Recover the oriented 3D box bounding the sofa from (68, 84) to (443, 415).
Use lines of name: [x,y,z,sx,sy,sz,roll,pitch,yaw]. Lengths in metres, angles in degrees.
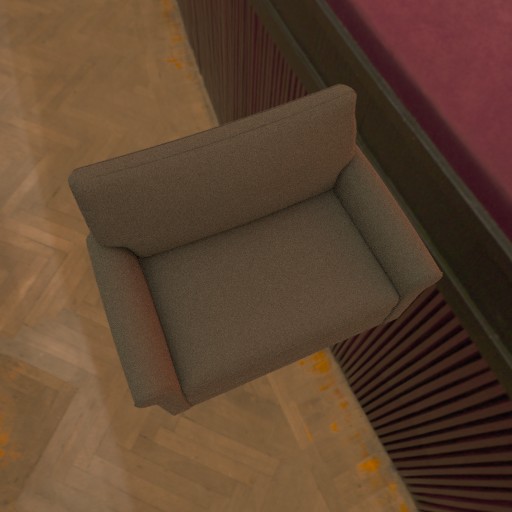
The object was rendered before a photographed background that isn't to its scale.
sofa: [0.000,0.000,2.077,1.410,0.953,0.940,-21,66,-10]
